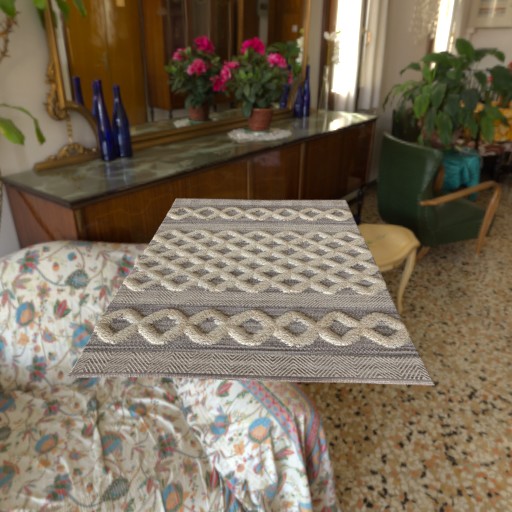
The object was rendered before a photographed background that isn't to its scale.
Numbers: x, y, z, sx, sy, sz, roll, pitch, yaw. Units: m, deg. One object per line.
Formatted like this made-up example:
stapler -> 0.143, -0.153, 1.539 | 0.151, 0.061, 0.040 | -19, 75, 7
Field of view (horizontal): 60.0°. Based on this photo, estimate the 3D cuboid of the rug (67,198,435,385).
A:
rug -> 0.000, 0.000, 2.856 | 1.513, 0.033, 2.333 | 1, 26, 2
